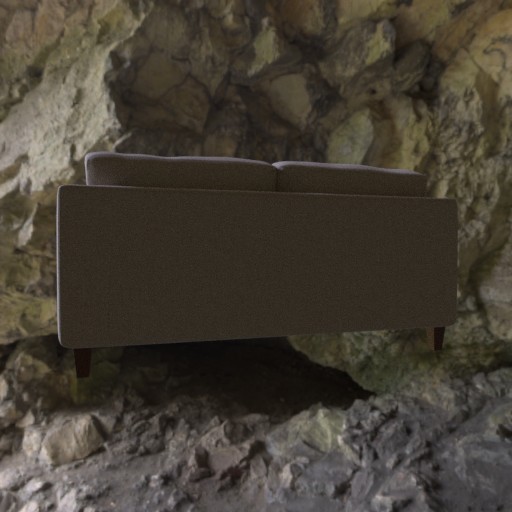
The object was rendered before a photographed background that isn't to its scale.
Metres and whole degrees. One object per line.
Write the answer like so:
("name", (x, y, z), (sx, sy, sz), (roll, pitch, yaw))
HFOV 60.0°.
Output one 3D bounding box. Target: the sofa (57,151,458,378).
("sofa", (0.000, 0.000, 2.411), (1.884, 0.947, 0.951), (0, 1, -16))
